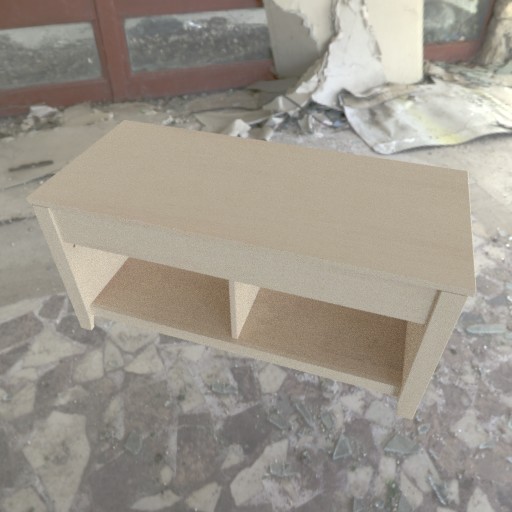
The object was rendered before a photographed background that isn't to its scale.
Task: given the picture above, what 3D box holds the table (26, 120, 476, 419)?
[{"bbox_3d":[0.000,0.000,1.270,1.016,0.483,0.457,12,43,13],"label":"table"}]
